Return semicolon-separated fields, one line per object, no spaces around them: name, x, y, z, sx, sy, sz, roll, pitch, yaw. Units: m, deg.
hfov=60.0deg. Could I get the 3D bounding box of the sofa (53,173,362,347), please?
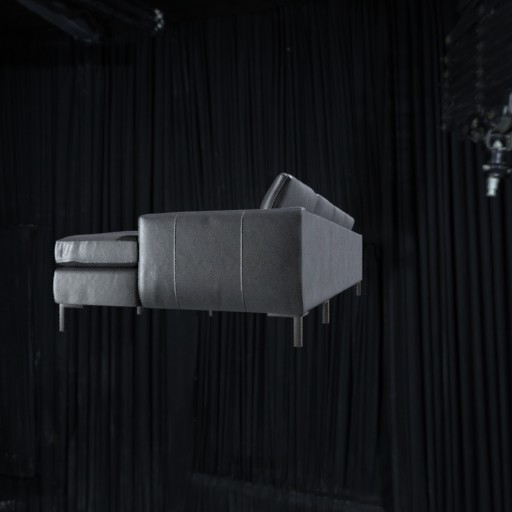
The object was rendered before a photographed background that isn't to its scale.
sofa;0.000;0.000;3.693;1.471;0.859;2.993;0;0;19
